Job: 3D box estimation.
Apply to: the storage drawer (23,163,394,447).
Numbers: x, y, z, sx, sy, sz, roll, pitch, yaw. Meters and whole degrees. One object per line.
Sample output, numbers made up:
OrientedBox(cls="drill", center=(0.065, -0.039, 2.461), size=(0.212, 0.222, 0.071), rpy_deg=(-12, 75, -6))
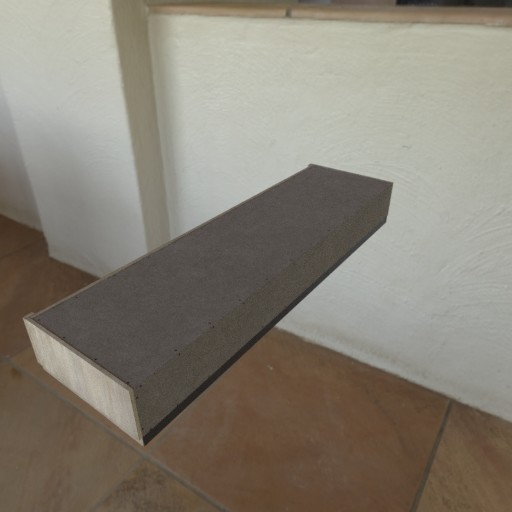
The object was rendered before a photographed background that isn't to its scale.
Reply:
OrientedBox(cls="storage drawer", center=(0.000, 0.000, 2.251), size=(0.591, 0.274, 2.072), rpy_deg=(21, 37, 31))
